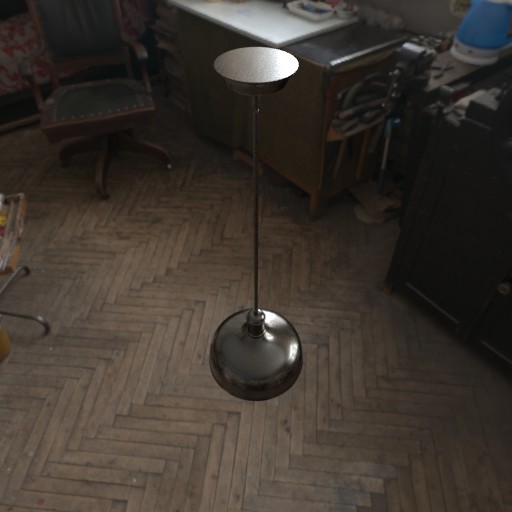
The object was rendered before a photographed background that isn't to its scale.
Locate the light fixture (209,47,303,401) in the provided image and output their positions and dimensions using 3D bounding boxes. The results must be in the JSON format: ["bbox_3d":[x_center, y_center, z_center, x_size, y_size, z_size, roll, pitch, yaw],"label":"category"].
[{"bbox_3d":[0.000,0.000,1.084,0.299,0.935,0.299,8,47,8],"label":"light fixture"}]
